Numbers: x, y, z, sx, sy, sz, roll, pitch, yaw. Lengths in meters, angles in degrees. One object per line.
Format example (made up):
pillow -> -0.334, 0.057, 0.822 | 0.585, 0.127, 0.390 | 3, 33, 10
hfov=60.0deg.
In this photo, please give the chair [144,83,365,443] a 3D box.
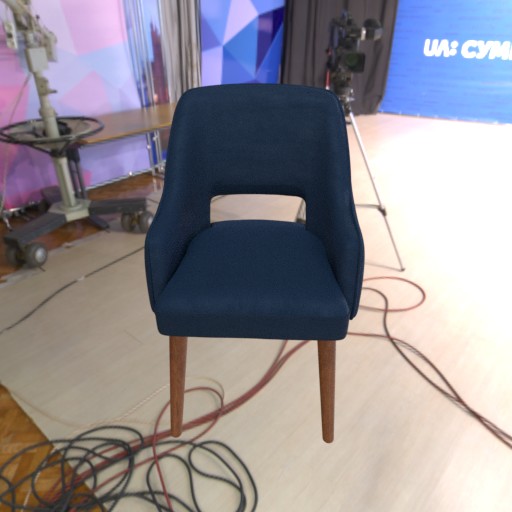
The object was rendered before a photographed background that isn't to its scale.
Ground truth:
chair -> 0.000, 0.000, 1.267 | 0.559, 0.844, 0.591 | 1, 31, 2
